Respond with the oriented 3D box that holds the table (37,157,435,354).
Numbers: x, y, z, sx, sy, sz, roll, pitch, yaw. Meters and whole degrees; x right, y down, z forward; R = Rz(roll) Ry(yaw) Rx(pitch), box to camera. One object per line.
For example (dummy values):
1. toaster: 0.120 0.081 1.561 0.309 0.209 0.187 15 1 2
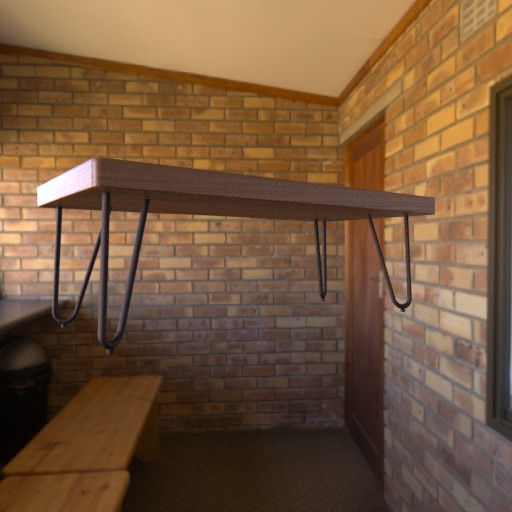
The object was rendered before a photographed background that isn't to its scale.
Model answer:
1. table: 0.000 0.000 1.653 1.375 0.468 0.637 -1 1 -37
